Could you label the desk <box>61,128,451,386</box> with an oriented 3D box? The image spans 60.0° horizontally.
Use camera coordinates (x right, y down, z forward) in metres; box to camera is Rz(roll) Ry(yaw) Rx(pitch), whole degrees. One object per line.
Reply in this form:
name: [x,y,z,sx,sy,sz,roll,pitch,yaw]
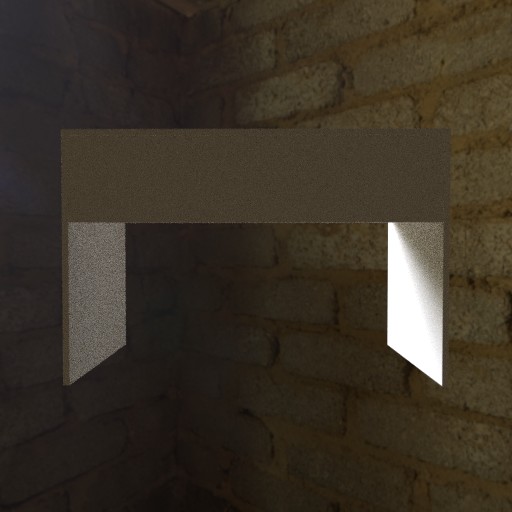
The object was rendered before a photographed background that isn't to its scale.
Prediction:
desk: [0.000,0.000,1.538,1.100,0.730,0.560,0,1,0]
